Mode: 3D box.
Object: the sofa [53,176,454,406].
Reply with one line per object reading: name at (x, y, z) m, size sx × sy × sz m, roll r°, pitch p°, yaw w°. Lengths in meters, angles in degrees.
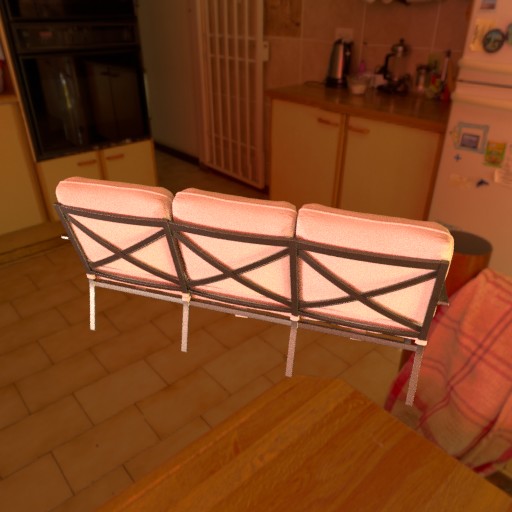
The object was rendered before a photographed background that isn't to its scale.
sofa at (0.000, 0.000, 2.236) m, size 1.740 × 0.860 × 0.787 m, roll 9°, pitch 31°, yaw 16°
